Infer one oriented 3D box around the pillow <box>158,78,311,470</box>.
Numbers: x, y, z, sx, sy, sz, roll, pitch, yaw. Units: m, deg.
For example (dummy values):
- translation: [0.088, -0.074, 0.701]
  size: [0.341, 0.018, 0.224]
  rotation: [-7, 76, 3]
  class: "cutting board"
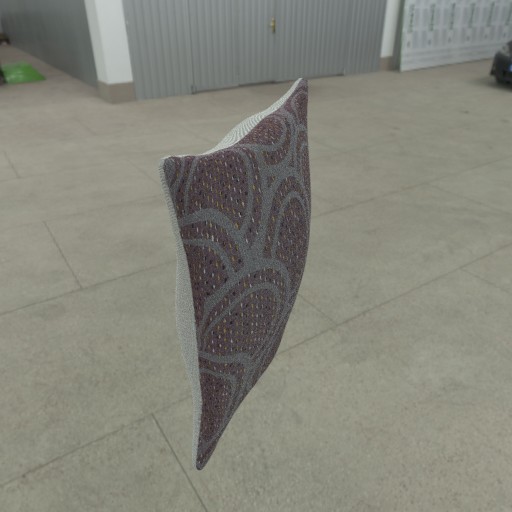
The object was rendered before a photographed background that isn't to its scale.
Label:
- translation: [0.000, 0.000, 0.778]
  size: [0.163, 0.513, 0.514]
  rotation: [11, 33, 18]
  class: "pillow"
